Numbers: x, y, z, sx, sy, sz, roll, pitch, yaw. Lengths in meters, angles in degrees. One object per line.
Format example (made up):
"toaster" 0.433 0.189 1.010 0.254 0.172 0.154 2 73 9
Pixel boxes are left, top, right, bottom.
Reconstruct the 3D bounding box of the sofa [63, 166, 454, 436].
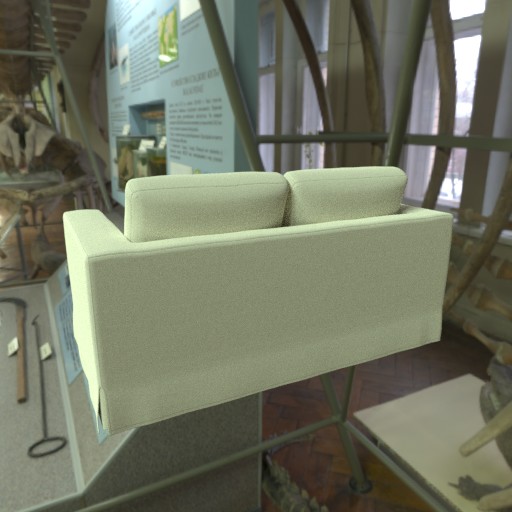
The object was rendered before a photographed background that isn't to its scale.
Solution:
"sofa" 0.000 0.000 2.351 1.813 0.932 1.009 -8 17 -26
